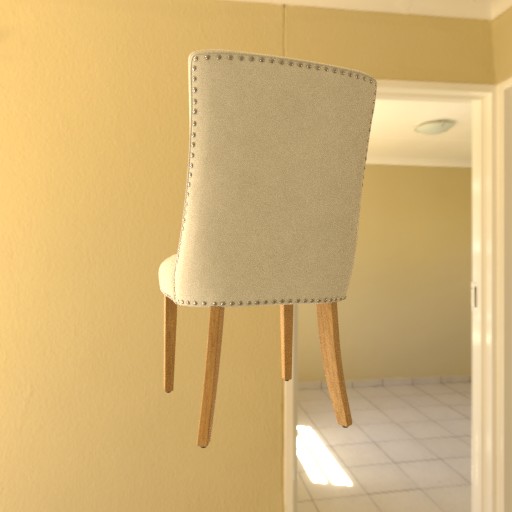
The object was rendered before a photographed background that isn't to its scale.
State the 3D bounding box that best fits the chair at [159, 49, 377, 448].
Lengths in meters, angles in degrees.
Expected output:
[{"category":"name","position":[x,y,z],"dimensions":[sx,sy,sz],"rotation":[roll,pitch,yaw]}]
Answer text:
[{"category":"chair","position":[0.000,0.000,1.270],"dimensions":[0.495,0.902,0.610],"rotation":[0,0,-19]}]
